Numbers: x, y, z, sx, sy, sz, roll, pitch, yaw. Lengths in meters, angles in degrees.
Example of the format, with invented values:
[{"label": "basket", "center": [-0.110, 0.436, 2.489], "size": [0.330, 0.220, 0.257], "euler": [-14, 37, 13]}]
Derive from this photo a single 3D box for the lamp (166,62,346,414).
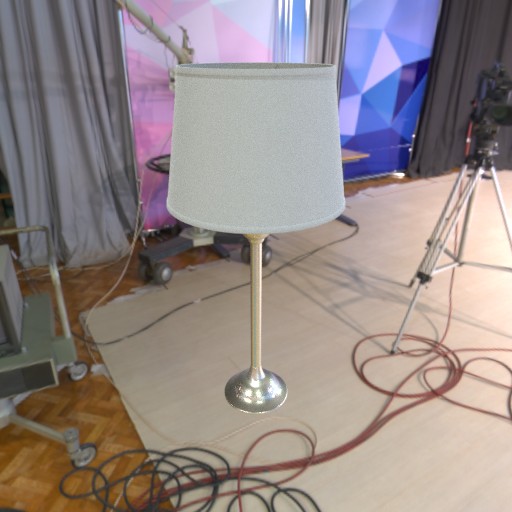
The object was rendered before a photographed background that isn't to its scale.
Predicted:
[{"label": "lamp", "center": [0.000, 0.000, 0.883], "size": [0.331, 0.698, 0.331], "euler": [0, 25, 0]}]
